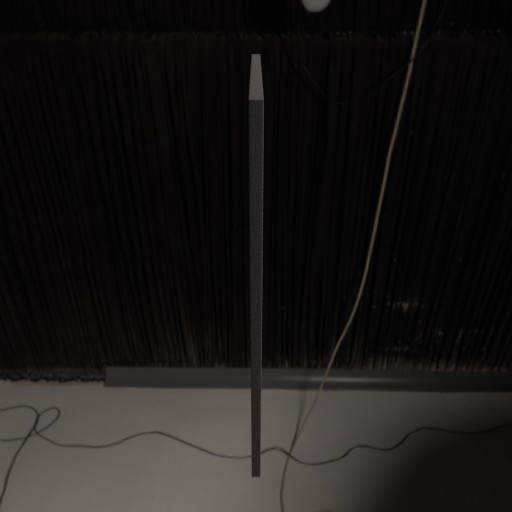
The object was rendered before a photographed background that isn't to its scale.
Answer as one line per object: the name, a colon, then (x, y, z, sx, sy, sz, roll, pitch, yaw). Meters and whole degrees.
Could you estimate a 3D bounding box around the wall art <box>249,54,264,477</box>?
wall art: (0.000, 0.000, 0.685, 0.013, 0.534, 0.380, 0, 30, 0)
